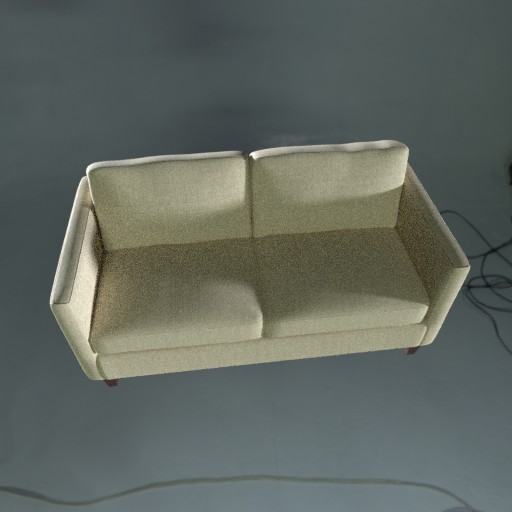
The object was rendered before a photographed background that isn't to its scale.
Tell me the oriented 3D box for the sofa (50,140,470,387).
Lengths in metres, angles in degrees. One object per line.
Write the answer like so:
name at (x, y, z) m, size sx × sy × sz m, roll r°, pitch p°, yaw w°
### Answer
sofa at (0.000, 0.000, 2.423) m, size 1.884 × 0.963 × 0.950 m, roll -5°, pitch 46°, yaw -5°
